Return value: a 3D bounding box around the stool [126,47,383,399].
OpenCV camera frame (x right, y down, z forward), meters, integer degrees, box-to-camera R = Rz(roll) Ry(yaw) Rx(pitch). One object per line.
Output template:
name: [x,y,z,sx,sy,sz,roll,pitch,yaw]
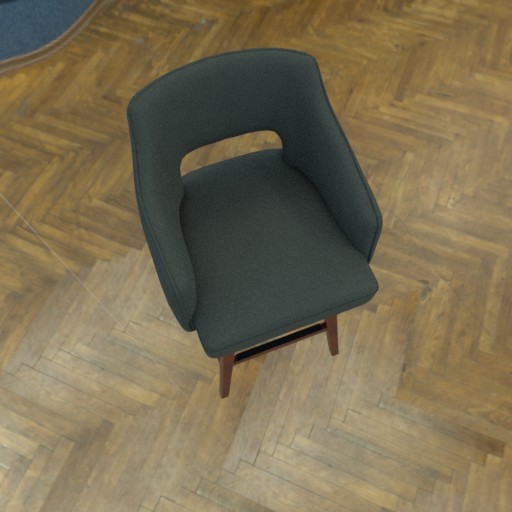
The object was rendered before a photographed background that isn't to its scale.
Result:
stool: [0.000,0.000,1.323,0.548,1.012,0.558,-19,65,-9]
